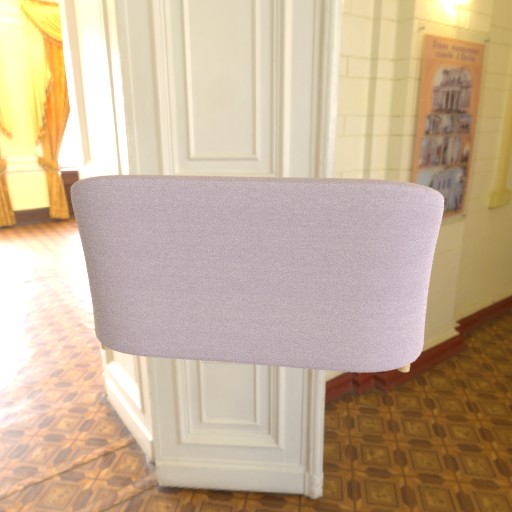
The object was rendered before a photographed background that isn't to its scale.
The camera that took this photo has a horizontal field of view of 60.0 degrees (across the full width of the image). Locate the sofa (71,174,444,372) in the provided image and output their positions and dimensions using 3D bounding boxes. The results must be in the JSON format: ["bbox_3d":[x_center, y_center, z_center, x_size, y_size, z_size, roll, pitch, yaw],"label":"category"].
[{"bbox_3d":[0.000,0.000,1.828,1.452,0.721,0.705,2,17,8],"label":"sofa"}]
